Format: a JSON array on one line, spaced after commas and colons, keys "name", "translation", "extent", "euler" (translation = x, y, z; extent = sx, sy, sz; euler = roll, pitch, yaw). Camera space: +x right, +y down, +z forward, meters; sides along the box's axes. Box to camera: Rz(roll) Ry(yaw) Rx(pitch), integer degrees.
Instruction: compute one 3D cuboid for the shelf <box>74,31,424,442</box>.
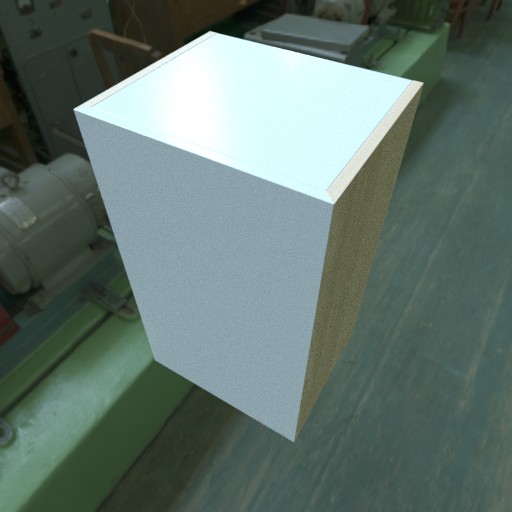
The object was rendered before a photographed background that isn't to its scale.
[{"name": "shelf", "translation": [0.000, 0.000, 0.785], "extent": [0.350, 0.600, 0.290], "euler": [24, 51, 21]}]
